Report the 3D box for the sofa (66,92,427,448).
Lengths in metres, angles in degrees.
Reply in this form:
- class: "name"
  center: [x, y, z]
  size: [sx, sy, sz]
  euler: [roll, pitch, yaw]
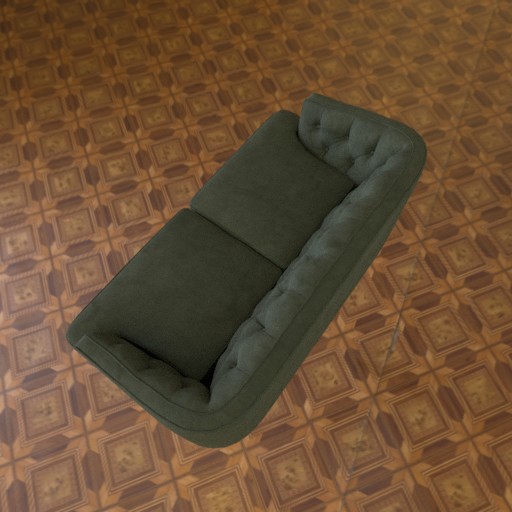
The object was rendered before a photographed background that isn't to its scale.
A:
- class: "sofa"
  center: [0.000, 0.000, 2.205]
  size: [0.941, 0.855, 1.733]
  euler: [34, 68, 16]
